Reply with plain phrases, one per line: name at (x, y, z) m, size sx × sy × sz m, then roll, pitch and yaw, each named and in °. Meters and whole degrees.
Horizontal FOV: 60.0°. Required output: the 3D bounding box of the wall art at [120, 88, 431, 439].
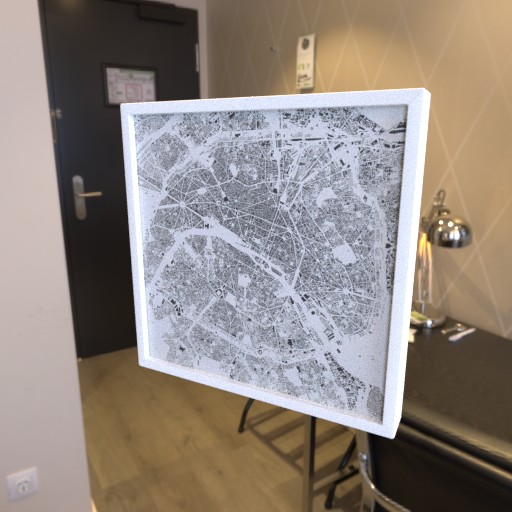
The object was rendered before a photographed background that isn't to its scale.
wall art at (0.000, 0.000, 0.454) m, size 0.305 × 0.305 × 0.038 m, roll 7°, pitch 16°, yaw 26°
